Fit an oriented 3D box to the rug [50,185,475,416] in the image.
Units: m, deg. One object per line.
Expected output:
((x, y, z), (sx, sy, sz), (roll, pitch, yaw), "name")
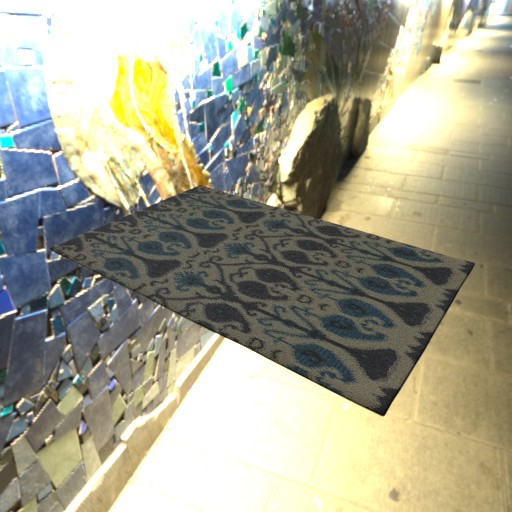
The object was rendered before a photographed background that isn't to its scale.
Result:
((0.000, 0.000, 2.079), (1.698, 0.013, 1.072), (20, 35, 31), "rug")
